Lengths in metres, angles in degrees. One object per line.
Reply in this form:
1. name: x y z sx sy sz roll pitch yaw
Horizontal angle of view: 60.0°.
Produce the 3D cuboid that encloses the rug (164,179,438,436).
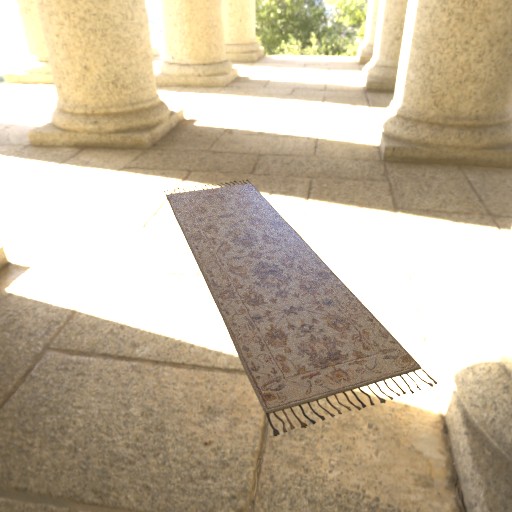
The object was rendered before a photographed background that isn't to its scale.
1. rug: 0.000 0.000 2.684 0.729 0.021 2.438 -10 32 -17
